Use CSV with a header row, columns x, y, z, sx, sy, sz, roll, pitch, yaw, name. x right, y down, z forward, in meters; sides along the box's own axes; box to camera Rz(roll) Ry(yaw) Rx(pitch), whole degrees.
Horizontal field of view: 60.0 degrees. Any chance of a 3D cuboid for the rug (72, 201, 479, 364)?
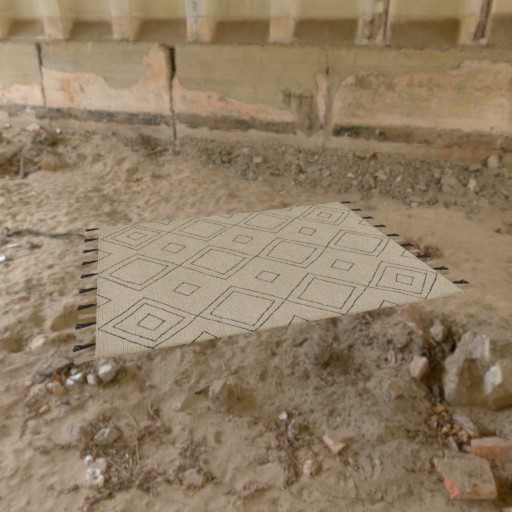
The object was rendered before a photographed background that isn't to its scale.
x,y,z,sx,sy,sz,roll,pitch,yaw,name
0.000,0.000,4.299,3.221,0.026,2.342,-8,27,-15,rug
